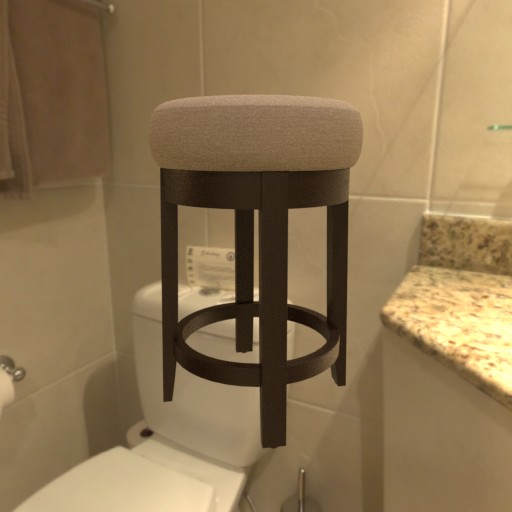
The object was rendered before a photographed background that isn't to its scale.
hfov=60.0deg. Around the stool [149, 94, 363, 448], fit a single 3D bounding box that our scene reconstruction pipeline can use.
[{"bbox_3d":[0.000,0.000,1.001,0.443,0.672,0.443,0,14,0],"label":"stool"}]
